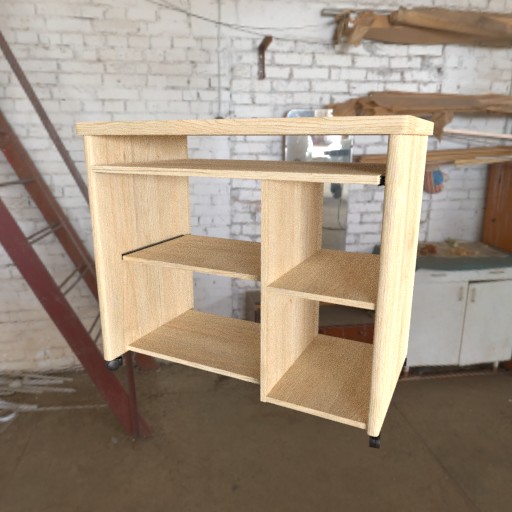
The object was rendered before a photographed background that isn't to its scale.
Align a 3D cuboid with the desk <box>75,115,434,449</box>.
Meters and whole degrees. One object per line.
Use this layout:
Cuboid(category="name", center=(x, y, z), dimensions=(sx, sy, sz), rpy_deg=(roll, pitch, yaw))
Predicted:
Cuboid(category="desk", center=(0.000, 0.000, 1.332), dimensions=(0.885, 0.770, 0.480), rpy_deg=(7, 17, 25))
